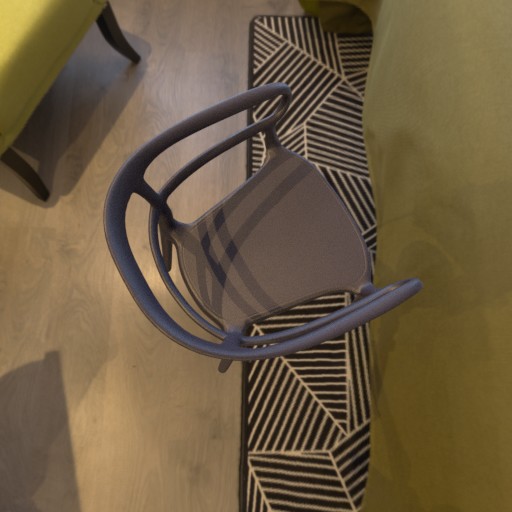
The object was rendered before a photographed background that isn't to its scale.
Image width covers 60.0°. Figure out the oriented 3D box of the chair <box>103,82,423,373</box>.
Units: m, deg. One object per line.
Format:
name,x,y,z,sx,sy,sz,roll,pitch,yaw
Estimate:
chair,0.000,0.000,1.151,0.527,0.761,0.559,-29,78,-7
